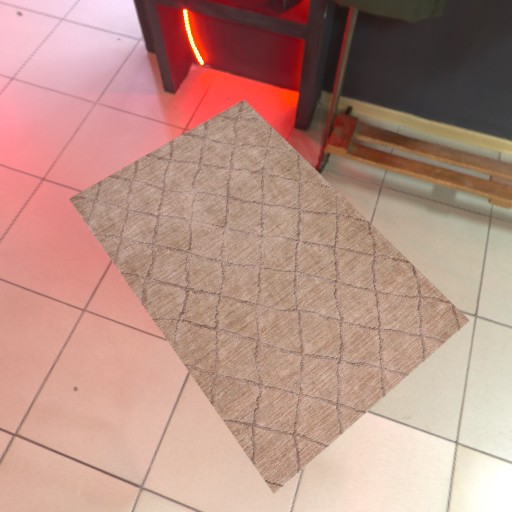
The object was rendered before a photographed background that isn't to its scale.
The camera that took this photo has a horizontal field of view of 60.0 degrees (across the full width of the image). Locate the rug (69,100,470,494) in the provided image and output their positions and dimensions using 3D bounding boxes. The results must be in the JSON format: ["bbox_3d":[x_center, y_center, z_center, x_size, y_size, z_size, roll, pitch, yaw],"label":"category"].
[{"bbox_3d":[0.000,0.000,2.885,1.521,0.015,2.280,-35,69,-16],"label":"rug"}]
